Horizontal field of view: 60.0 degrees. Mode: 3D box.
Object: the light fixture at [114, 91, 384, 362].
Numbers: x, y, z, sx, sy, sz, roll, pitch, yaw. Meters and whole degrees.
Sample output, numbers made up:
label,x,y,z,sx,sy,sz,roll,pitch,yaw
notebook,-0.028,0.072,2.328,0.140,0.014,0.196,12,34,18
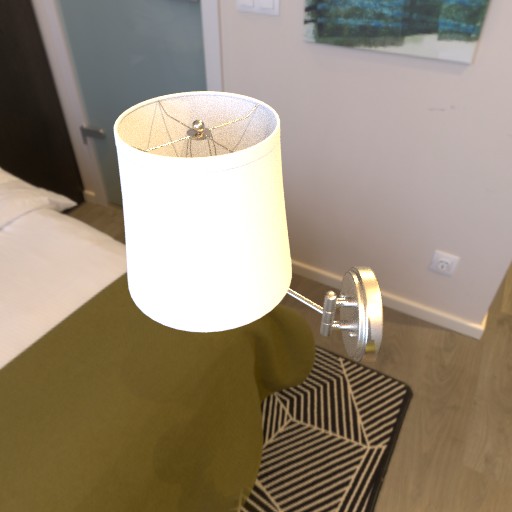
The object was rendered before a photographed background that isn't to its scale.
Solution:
label,x,y,z,sx,sy,sz,roll,pitch,yaw
light fixture,0.000,0.000,0.598,0.348,0.381,0.223,-1,40,-1
